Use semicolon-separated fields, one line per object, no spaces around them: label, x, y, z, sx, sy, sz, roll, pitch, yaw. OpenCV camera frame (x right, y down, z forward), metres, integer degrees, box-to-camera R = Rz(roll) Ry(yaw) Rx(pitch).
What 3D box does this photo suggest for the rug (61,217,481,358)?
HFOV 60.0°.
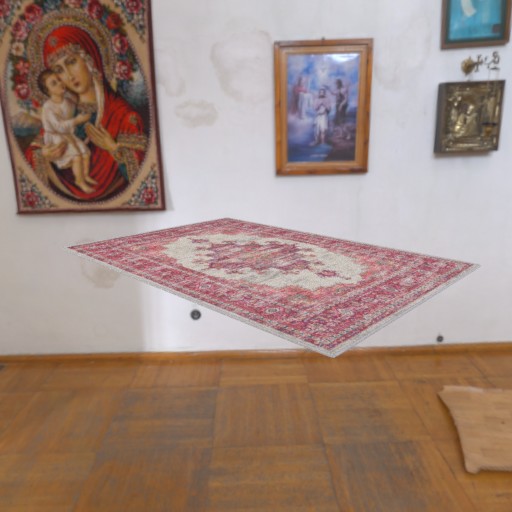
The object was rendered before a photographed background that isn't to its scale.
rug;0.000;0.000;2.837;2.232;0.011;1.555;14;21;42
